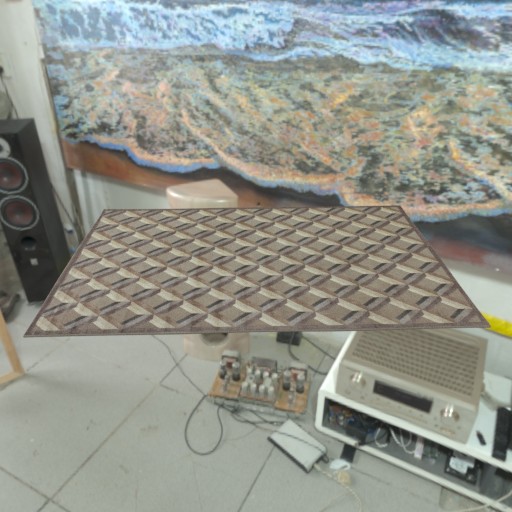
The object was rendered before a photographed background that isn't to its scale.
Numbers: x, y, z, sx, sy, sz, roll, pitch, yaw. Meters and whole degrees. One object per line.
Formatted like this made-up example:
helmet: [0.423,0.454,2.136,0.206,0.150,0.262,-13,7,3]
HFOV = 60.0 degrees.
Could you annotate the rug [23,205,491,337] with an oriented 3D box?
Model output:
rug: [0.000,0.000,2.034,1.677,0.011,1.066,-1,31,-1]
